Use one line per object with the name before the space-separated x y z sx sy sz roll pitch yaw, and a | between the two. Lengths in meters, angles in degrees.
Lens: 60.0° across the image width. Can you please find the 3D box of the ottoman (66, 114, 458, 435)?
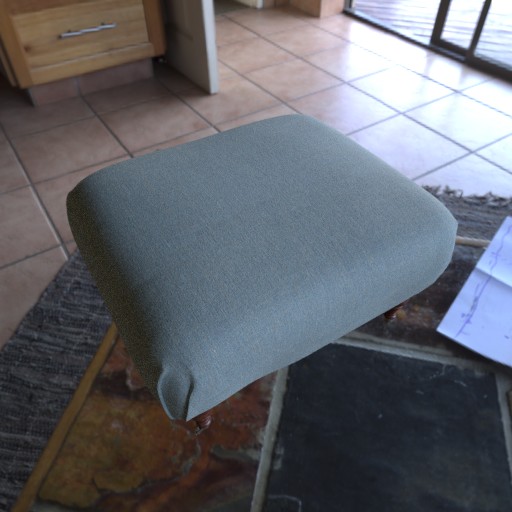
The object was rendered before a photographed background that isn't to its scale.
ottoman | 0.000 0.000 1.103 0.747 0.450 0.622 -24 49 -22
